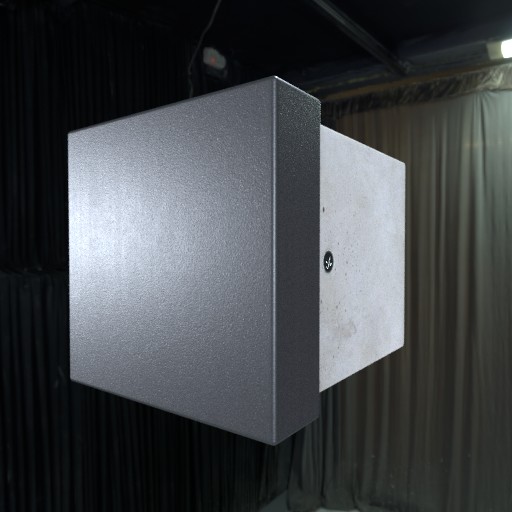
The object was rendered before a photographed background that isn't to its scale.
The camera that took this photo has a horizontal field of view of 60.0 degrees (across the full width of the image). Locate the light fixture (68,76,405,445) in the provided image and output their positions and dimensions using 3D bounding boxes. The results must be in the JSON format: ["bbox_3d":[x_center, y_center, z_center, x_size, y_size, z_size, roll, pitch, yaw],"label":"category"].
[{"bbox_3d":[0.000,0.000,0.236,0.121,0.121,0.143,1,2,36],"label":"light fixture"}]
